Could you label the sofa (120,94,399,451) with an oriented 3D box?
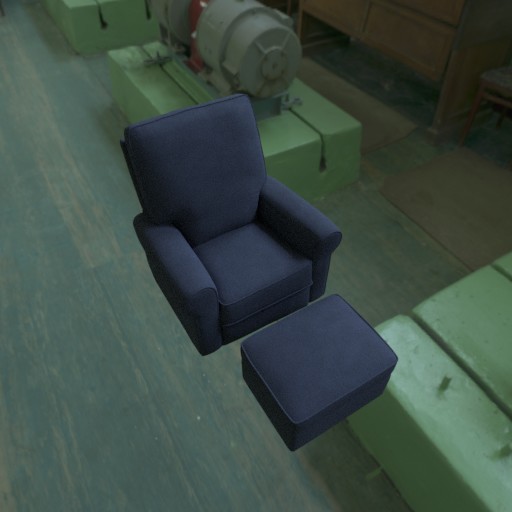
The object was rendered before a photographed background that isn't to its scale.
[{"bbox_3d":[0.000,0.000,2.109,0.880,0.959,1.478,-24,51,-21],"label":"sofa"}]
